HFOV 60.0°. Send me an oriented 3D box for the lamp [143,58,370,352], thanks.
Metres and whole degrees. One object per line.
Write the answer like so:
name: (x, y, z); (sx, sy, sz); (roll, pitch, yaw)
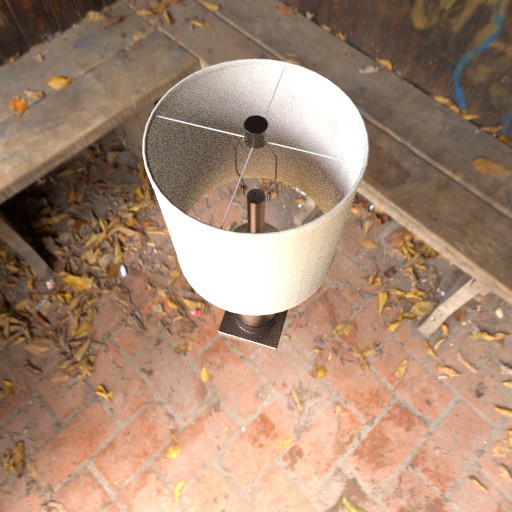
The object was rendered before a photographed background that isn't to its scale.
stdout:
lamp: (0.000, 0.000, 0.610); (0.202, 0.509, 0.202); (15, 65, 7)
